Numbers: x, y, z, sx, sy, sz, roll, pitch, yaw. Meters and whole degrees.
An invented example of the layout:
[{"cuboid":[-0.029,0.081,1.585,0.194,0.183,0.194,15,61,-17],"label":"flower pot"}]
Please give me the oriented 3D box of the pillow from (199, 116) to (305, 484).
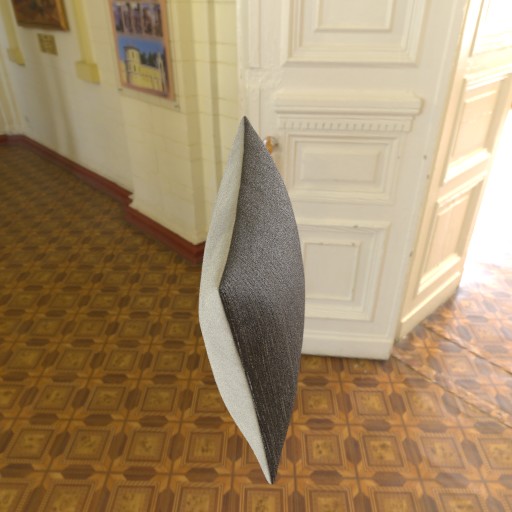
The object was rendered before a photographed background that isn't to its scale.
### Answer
[{"cuboid":[0.000,0.000,0.734,0.156,0.305,0.608,0,32,1],"label":"pillow"}]
